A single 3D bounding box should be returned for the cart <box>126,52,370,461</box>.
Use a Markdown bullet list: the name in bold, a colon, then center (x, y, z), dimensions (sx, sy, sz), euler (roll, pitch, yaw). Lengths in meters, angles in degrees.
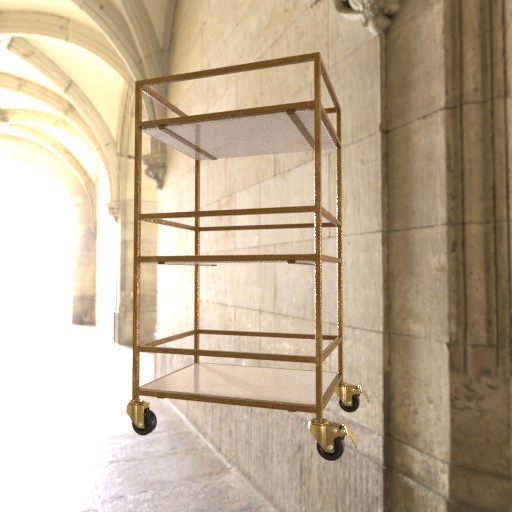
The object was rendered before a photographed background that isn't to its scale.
- **cart**: center (0.000, 0.000, 1.027), dimensions (0.483, 0.761, 0.332), euler (-1, -2, 18)
